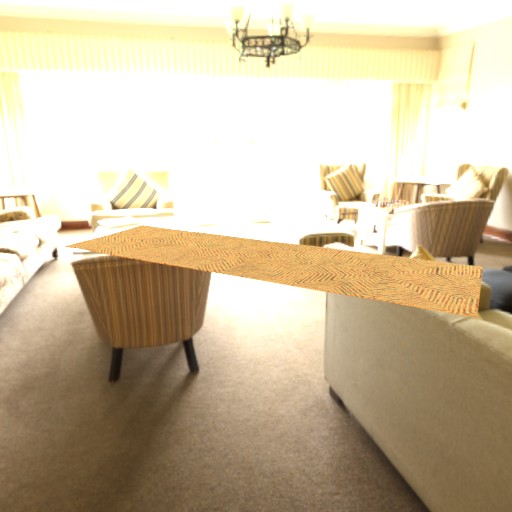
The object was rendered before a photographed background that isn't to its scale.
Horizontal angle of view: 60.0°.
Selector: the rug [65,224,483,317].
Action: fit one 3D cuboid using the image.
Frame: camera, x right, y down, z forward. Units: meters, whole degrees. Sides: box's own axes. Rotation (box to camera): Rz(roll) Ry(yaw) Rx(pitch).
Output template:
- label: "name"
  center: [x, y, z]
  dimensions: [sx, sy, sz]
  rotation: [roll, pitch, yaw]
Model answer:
- label: "rug"
  center: [0.000, 0.000, 2.679]
  dimensions: [2.443, 0.009, 0.771]
  rotation: [8, 18, 27]
